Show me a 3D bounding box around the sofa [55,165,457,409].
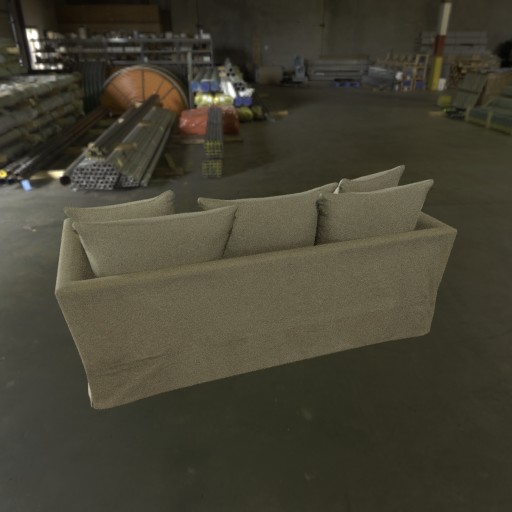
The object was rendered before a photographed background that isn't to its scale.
[{"bbox_3d":[0.000,0.000,2.873,2.290,1.034,1.031,-9,27,-17],"label":"sofa"}]
